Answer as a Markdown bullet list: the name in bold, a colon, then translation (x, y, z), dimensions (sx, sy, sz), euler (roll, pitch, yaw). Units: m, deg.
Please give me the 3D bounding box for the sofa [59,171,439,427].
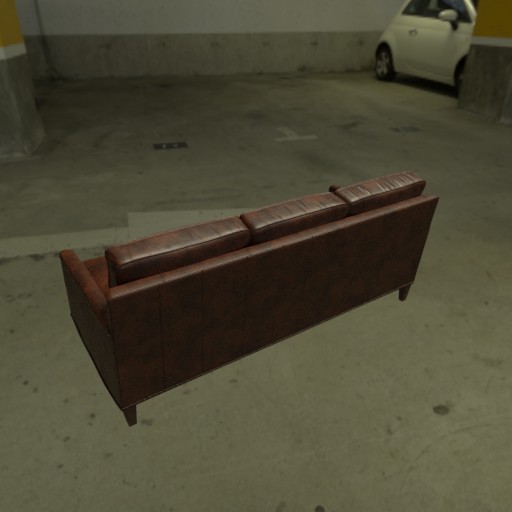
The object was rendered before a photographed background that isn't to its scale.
- **sofa**: translation (0.000, 0.000, 2.900), dimensions (2.240, 1.003, 1.084), euler (-17, 33, -29)
